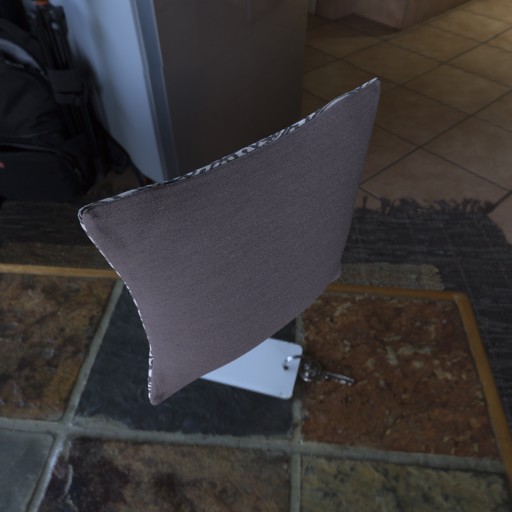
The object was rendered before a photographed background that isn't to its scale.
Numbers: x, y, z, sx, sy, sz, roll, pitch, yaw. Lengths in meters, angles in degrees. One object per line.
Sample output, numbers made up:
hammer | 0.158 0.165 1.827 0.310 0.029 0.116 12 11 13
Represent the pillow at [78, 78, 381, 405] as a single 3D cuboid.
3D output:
pillow | 0.000 0.000 0.655 0.436 0.417 0.148 -31 55 -25
